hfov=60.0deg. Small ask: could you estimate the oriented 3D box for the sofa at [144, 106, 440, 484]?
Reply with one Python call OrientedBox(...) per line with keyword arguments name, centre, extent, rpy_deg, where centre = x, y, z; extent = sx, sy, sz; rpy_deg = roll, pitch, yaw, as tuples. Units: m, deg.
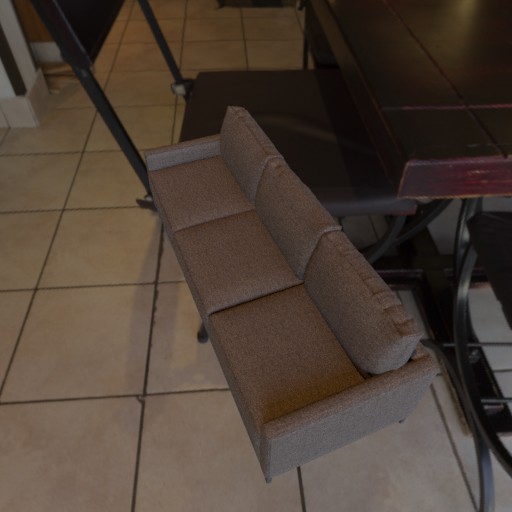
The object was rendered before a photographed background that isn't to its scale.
OrientedBox(name="sofa", centre=(0.000, 0.000, 2.696), extent=(0.876, 0.882, 2.253), rpy_deg=(-17, 49, -15))
